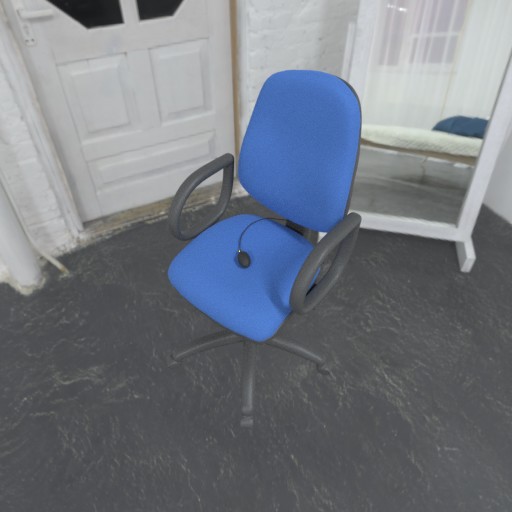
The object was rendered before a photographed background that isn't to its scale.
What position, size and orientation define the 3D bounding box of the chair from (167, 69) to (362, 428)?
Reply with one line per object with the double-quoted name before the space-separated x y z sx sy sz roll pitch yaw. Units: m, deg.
"chair" 0.000 0.000 1.261 0.552 0.905 0.549 30 53 26
